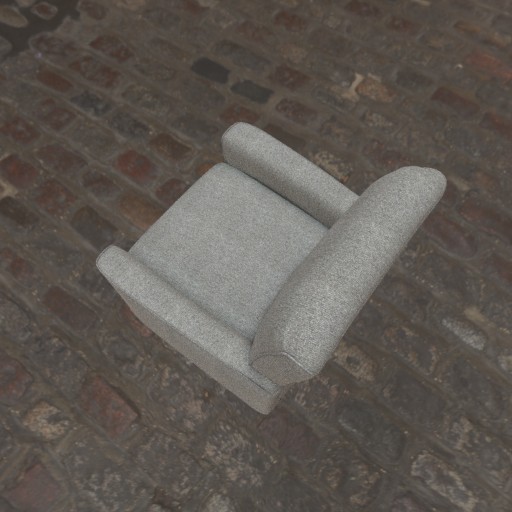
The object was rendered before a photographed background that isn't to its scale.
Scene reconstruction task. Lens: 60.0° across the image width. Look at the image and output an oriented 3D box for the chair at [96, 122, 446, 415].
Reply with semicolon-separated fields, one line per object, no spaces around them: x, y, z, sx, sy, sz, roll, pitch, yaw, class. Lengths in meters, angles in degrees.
0.000;0.000;1.639;0.858;1.028;0.841;34;69;15;chair
